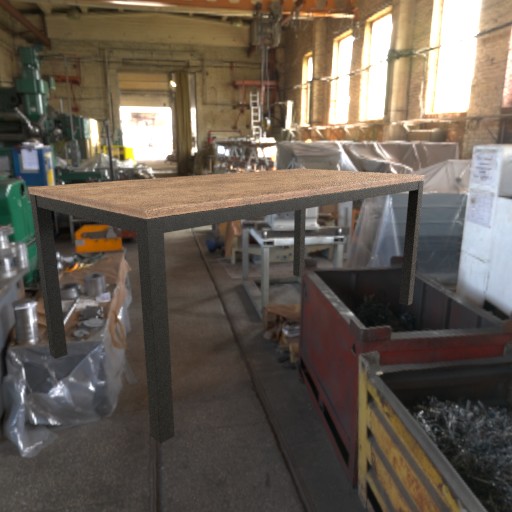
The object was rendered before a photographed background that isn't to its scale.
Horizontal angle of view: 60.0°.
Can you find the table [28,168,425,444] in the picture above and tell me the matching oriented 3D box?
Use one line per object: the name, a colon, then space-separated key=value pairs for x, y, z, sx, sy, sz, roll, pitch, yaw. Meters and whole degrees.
table: x=0.000 y=0.000 z=2.268 sx=0.893 sy=0.767 sz=1.805 roll=14 pitch=20 yaw=43
